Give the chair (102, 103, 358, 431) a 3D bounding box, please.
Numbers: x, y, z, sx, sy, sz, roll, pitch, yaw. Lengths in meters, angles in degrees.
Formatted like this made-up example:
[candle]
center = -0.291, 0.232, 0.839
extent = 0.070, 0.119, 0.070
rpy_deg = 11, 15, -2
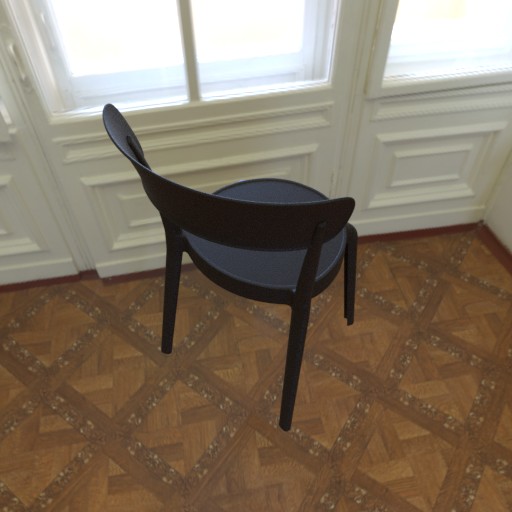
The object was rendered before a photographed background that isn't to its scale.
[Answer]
[chair]
center = 0.000, 0.000, 1.096
extent = 0.506, 0.790, 0.491
rpy_deg = 26, 52, 22
